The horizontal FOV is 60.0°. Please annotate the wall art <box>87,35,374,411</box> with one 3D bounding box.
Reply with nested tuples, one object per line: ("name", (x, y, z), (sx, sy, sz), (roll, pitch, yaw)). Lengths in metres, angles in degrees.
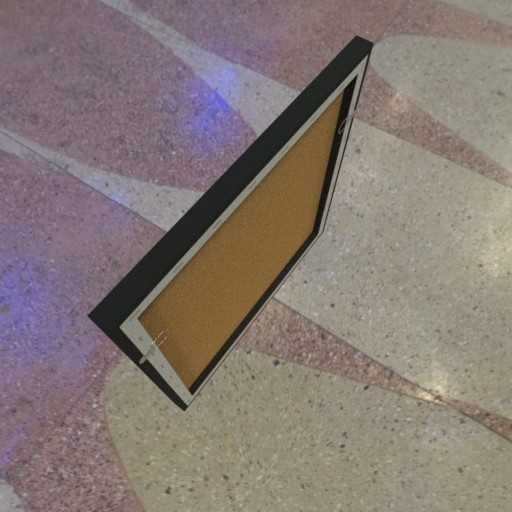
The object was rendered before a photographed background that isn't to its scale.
("wall art", (0.000, 0.000, 1.106), (0.044, 0.758, 0.758), (33, 67, 16))
